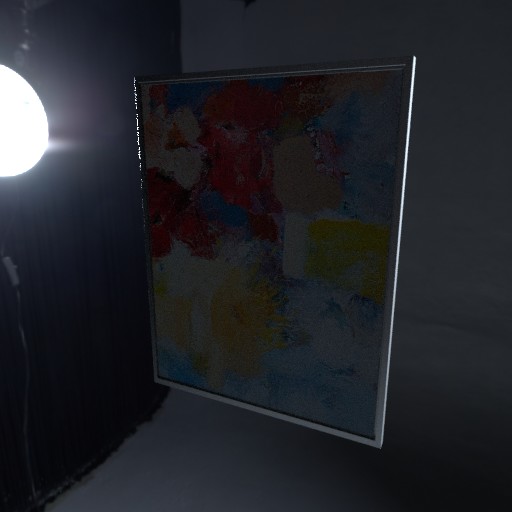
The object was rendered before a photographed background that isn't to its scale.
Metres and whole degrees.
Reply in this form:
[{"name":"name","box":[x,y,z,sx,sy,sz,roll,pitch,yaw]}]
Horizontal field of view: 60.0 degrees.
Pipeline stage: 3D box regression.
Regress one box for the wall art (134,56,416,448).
[{"name":"wall art","box":[0.000,0.000,1.330,0.816,1.046,0.030,7,17,25]}]
